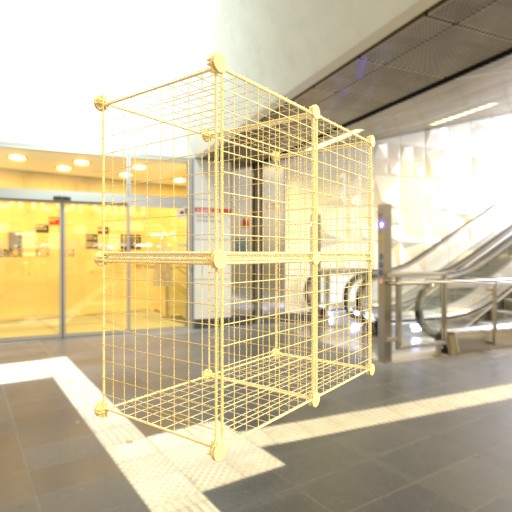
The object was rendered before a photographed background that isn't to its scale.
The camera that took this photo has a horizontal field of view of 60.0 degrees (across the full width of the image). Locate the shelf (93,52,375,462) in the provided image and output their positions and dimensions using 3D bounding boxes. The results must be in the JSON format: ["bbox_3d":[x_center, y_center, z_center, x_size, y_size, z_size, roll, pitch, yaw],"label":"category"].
[{"bbox_3d":[0.000,0.000,1.149,0.356,0.711,0.711,0,1,37],"label":"shelf"}]
